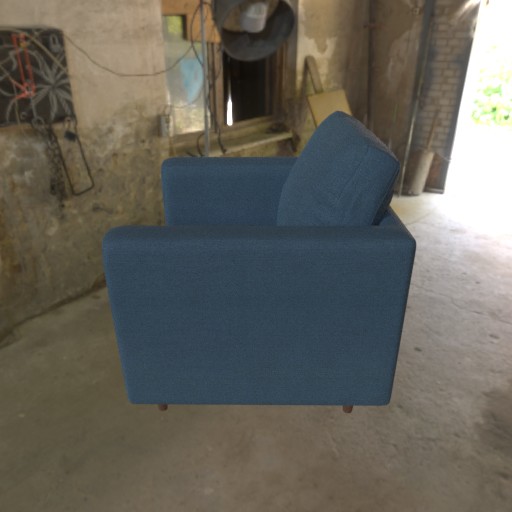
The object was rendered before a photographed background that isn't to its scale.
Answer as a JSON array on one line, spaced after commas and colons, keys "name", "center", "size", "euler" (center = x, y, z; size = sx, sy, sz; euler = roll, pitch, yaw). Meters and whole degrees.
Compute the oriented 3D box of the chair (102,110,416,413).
[{"name": "chair", "center": [0.000, 0.000, 1.560], "size": [0.820, 0.922, 0.855], "euler": [0, 27, 1]}]
